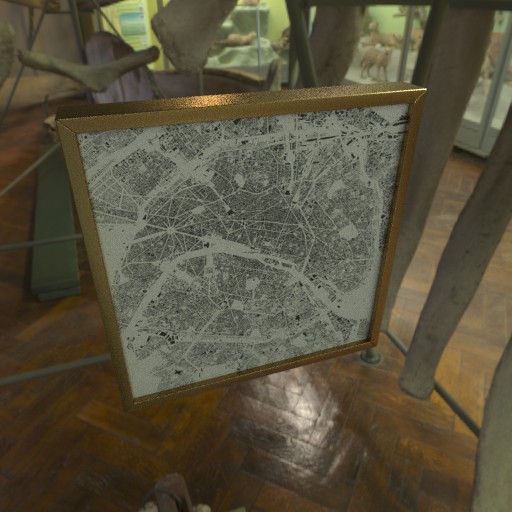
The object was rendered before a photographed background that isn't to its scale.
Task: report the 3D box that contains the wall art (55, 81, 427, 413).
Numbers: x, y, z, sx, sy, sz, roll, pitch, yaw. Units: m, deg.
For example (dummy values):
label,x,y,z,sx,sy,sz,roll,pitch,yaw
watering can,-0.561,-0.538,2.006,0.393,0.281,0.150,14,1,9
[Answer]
label,x,y,z,sx,sy,sz,roll,pitch,yaw
wall art,0.000,0.000,0.441,0.305,0.305,0.037,-10,33,-16
